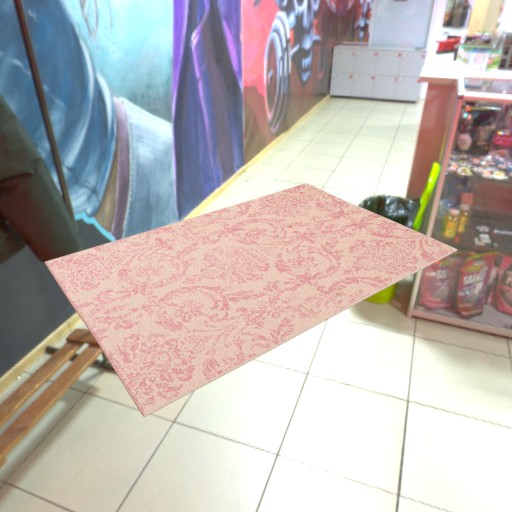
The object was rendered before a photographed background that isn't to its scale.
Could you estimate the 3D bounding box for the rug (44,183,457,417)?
[{"bbox_3d":[0.000,0.000,2.360,1.839,0.012,1.219,-21,37,-31],"label":"rug"}]
